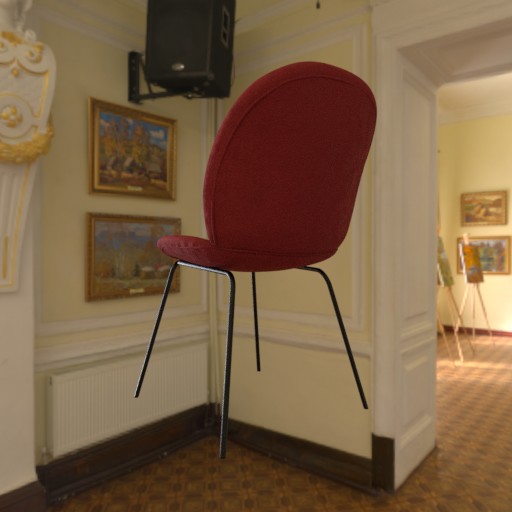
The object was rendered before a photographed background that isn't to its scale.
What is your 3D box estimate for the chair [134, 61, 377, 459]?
[{"bbox_3d":[0.000,0.000,1.151,0.458,0.791,0.587,-1,1,-38],"label":"chair"}]
